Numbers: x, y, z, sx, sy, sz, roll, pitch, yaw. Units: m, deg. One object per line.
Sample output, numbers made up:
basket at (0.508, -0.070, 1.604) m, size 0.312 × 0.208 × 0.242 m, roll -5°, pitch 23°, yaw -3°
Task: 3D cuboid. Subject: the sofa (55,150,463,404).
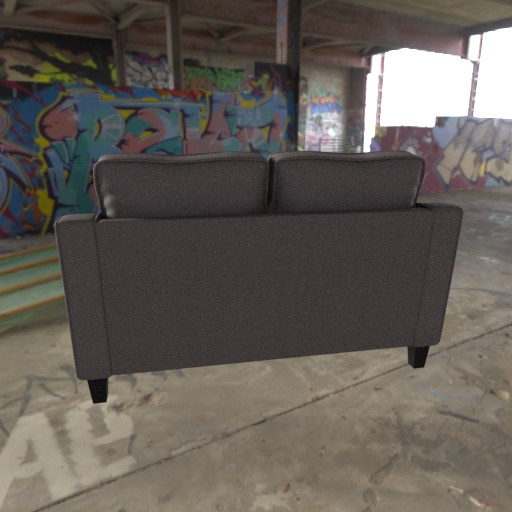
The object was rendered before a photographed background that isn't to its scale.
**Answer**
sofa at (0.000, 0.000, 2.022) m, size 1.500 × 0.948 × 0.791 m, roll -3°, pitch 16°, yaw -11°
